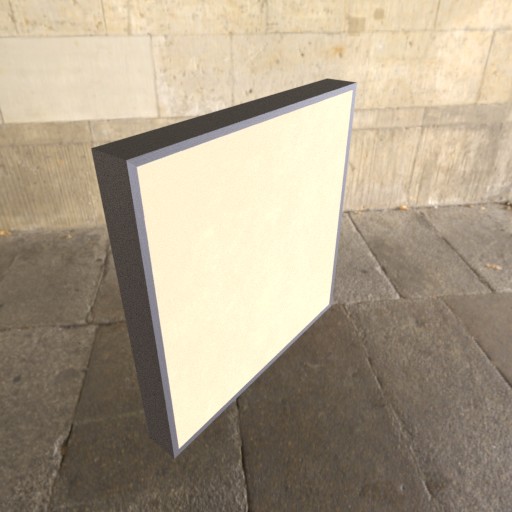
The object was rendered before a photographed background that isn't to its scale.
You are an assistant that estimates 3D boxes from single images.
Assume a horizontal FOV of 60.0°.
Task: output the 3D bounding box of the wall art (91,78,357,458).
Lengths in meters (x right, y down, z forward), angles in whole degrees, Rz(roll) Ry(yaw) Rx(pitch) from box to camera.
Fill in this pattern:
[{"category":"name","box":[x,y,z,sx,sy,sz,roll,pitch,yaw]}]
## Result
[{"category":"wall art","box":[0.000,0.000,0.459,0.036,0.300,0.302,23,39,32]}]
